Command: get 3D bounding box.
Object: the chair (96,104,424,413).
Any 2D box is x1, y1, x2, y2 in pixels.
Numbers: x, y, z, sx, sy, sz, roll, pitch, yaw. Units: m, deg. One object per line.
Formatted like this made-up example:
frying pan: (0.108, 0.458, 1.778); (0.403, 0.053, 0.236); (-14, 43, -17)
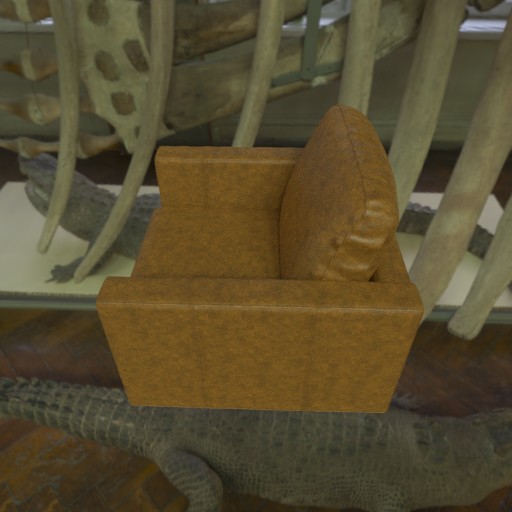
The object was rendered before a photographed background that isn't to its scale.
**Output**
chair: (0.000, 0.000, 1.632); (0.909, 0.956, 0.890); (1, 41, 1)
